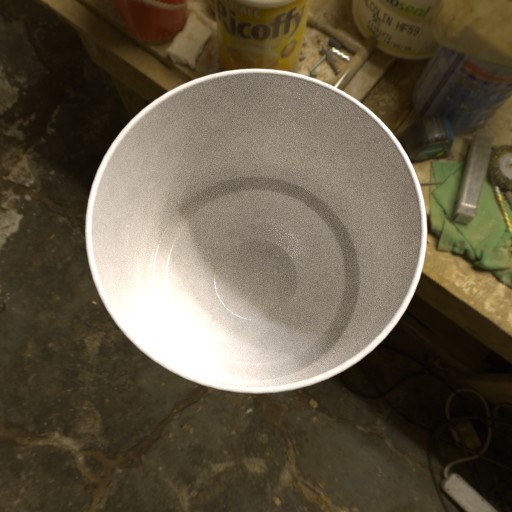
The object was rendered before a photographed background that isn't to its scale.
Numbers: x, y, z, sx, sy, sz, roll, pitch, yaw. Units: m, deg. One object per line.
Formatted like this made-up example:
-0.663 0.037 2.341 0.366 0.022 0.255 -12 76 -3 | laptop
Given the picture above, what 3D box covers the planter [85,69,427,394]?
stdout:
0.000 0.000 0.334 0.190 0.181 0.190 0 76 0 | planter
